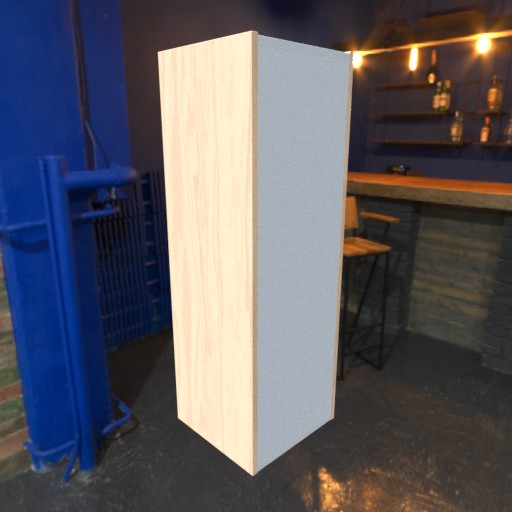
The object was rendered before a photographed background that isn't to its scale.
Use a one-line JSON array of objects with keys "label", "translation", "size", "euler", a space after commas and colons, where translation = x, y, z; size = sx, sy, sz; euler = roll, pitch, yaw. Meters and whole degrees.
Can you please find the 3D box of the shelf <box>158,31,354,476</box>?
[{"label": "shelf", "translation": [0.000, 0.000, 1.064], "size": [0.300, 0.900, 0.290], "euler": [-15, 21, -42]}]
